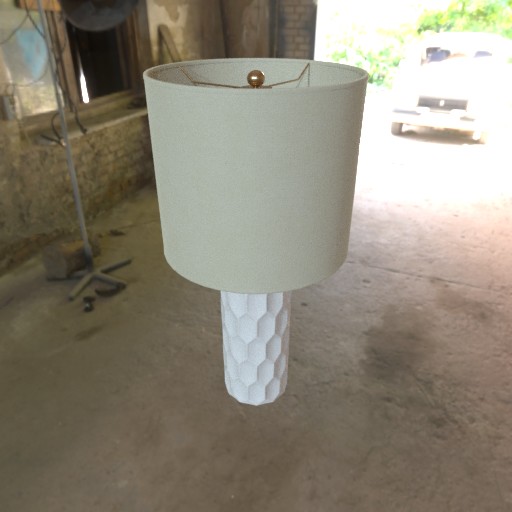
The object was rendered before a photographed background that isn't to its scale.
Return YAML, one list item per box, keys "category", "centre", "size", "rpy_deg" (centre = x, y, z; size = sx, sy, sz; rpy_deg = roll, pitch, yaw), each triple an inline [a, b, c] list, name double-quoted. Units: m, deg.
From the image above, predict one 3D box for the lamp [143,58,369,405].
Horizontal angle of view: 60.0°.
- category: "lamp"
  centre: [0.000, 0.000, 0.688]
  size: [0.277, 0.537, 0.277]
  rpy_deg: [-8, 31, -14]
